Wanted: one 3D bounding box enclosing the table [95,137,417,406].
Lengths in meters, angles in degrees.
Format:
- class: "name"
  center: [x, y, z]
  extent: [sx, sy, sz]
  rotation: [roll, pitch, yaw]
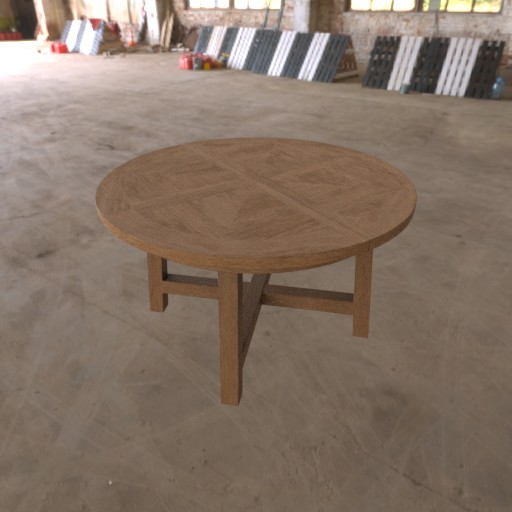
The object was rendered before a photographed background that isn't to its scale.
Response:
- class: "table"
  center: [0.000, 0.000, 2.096]
  extent: [1.319, 0.762, 1.319]
  rotation: [0, 30, 0]
